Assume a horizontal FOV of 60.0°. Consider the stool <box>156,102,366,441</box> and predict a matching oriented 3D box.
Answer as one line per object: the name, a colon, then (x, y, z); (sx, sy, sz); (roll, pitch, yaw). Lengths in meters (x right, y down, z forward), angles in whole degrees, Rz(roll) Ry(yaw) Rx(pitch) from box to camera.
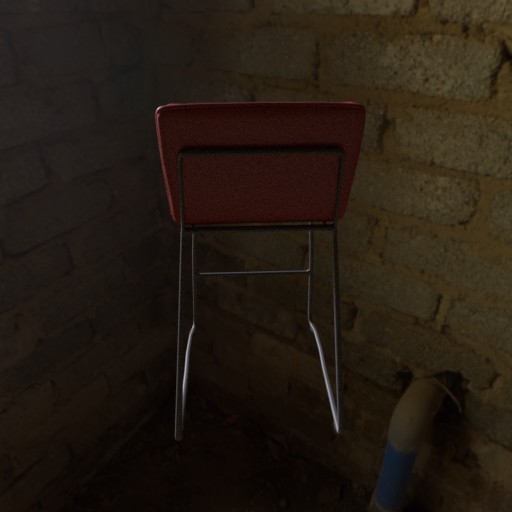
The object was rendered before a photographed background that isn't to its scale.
stool: (0.000, 0.000, 1.242); (0.489, 0.937, 0.524); (-1, 32, -2)
